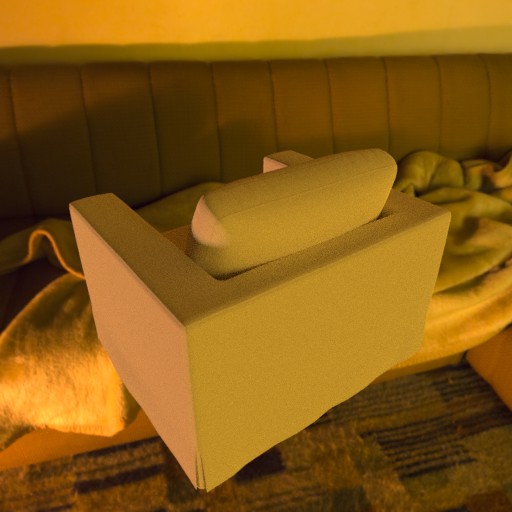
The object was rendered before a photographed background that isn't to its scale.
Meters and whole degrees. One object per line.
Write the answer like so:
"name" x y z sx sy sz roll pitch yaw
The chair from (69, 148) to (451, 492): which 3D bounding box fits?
"chair" 0.000 0.000 1.761 1.150 0.878 0.957 -21 36 -31
